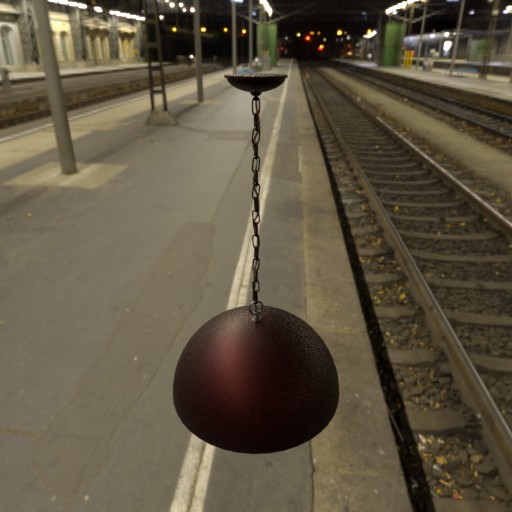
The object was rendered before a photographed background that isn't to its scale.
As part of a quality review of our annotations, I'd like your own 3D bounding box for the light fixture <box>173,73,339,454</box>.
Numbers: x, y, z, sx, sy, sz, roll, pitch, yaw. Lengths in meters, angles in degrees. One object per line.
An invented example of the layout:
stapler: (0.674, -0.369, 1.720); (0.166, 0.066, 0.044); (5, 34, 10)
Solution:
light fixture: (0.000, 0.000, 1.148); (0.492, 0.869, 0.492); (-7, 26, -15)
